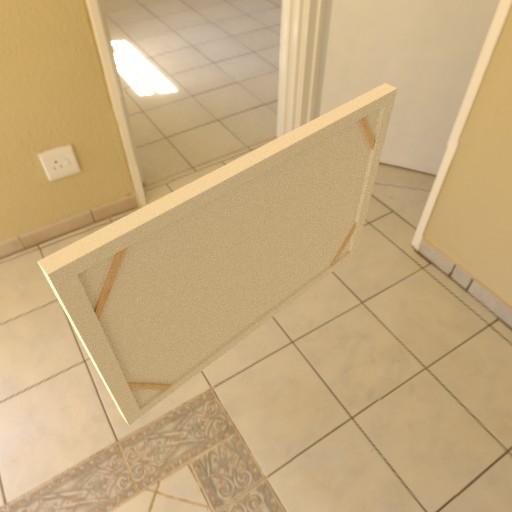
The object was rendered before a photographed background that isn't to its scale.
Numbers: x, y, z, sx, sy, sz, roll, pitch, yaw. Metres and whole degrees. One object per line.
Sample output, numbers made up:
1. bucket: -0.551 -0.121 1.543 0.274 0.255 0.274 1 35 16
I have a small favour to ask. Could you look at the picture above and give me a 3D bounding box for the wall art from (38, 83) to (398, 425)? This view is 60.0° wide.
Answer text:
1. wall art: 0.000 0.000 1.138 0.914 0.609 0.038 -33 56 -27
